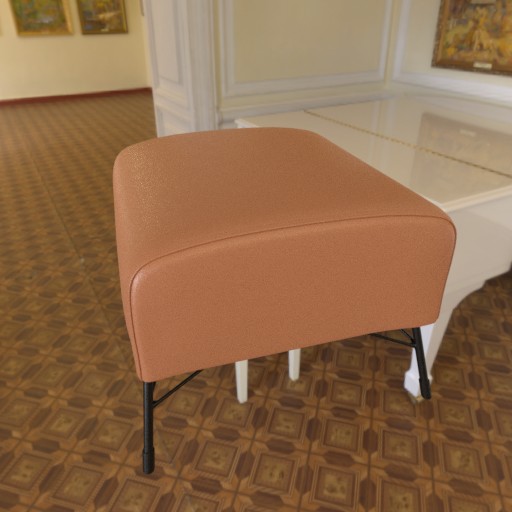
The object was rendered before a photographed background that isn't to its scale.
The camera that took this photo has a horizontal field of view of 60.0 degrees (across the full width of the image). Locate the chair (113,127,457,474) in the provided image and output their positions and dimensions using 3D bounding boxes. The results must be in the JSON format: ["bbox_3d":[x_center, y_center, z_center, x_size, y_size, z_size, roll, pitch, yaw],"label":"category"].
[{"bbox_3d":[0.000,0.000,0.876,0.530,0.410,0.530,-9,31,-15],"label":"chair"}]
